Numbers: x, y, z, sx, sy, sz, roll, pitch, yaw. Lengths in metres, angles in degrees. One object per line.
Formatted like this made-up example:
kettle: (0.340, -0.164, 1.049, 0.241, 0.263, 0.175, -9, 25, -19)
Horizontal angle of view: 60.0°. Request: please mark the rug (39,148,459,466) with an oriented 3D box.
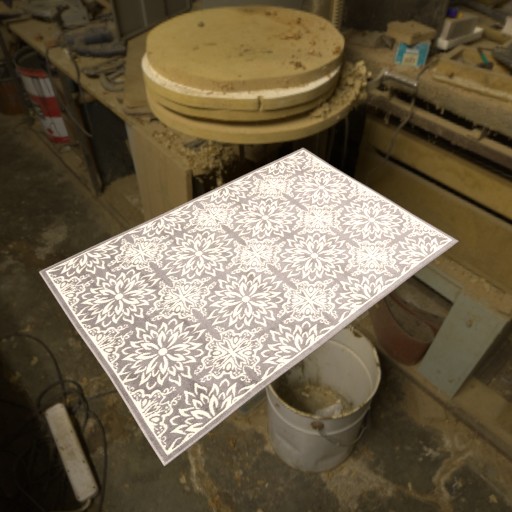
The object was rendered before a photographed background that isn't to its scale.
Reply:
rug: (0.000, 0.000, 2.328, 1.847, 0.012, 1.224, -30, 52, -27)
